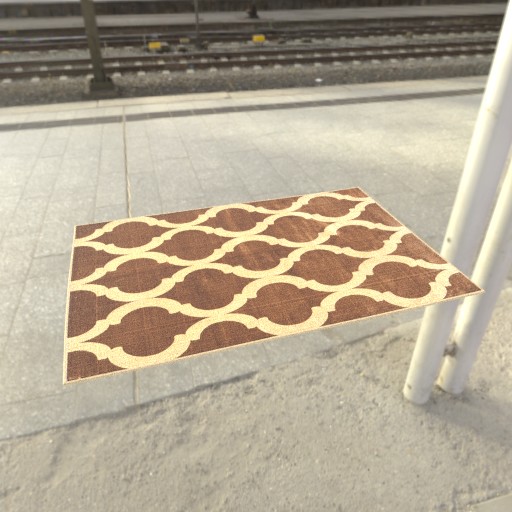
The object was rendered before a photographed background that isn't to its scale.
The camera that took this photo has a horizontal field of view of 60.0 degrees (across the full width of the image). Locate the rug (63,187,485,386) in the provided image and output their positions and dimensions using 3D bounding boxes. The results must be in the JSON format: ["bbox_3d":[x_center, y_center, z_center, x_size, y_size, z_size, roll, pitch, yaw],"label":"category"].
[{"bbox_3d":[0.000,0.000,2.859,2.290,0.014,1.526,-10,34,-14],"label":"rug"}]
